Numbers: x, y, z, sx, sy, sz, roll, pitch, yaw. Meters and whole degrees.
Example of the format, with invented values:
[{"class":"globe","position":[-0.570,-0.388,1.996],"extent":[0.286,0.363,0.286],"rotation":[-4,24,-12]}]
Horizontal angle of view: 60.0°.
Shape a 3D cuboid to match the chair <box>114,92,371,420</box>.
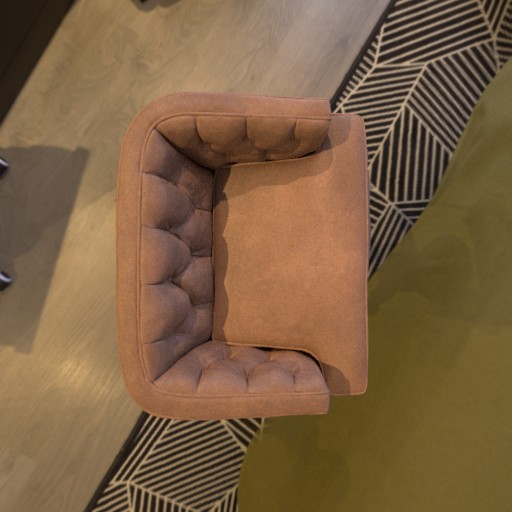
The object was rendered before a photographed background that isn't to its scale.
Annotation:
[{"class":"chair","position":[0.000,0.000,1.775],"extent":[0.914,0.787,1.118],"rotation":[0,90,-1]}]
